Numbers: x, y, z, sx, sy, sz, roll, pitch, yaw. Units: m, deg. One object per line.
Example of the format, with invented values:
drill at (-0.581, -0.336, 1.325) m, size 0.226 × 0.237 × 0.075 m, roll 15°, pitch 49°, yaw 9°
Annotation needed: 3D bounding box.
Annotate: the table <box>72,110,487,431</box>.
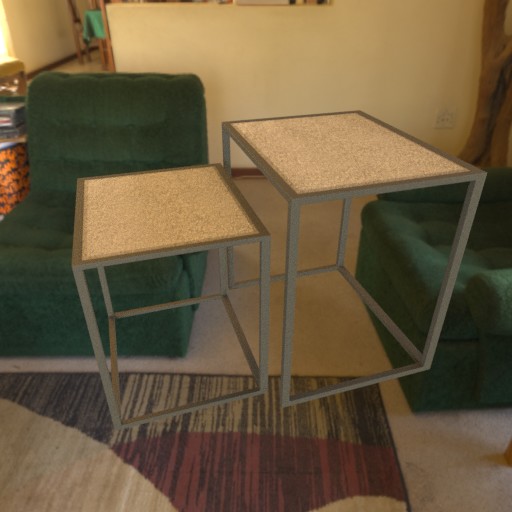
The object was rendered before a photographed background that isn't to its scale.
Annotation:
table at (0.000, 0.000, 1.115) m, size 0.788 × 0.540 × 0.508 m, roll -10°, pitch 33°, yaw -15°
